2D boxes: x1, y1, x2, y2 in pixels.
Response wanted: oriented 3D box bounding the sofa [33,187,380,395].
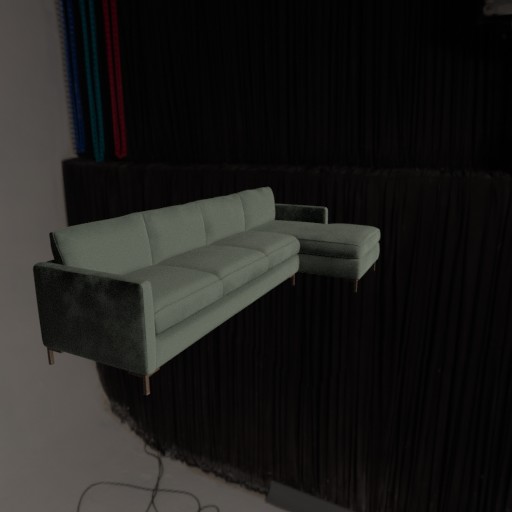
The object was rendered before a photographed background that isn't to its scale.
[{"bbox_3d":[0.000,0.000,3.216,1.255,0.756,2.725,7,16,26],"label":"sofa"}]
